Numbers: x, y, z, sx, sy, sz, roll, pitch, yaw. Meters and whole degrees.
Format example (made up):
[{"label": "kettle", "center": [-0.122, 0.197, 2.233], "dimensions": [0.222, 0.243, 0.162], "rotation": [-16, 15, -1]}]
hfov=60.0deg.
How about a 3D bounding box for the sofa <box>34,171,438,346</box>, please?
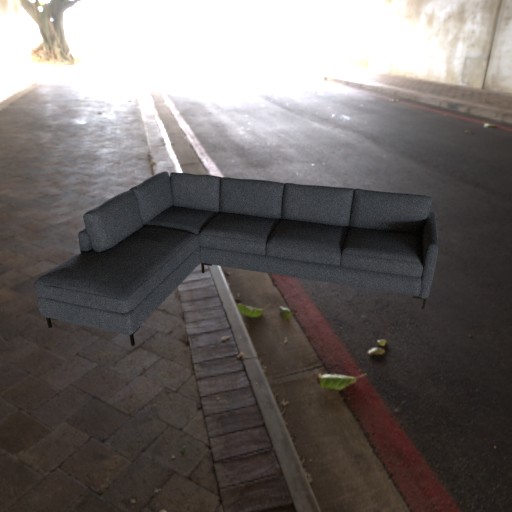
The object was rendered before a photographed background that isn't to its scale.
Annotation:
[{"label": "sofa", "center": [0.000, 0.000, 3.797], "dimensions": [2.949, 0.815, 2.007], "rotation": [8, 28, 16]}]
